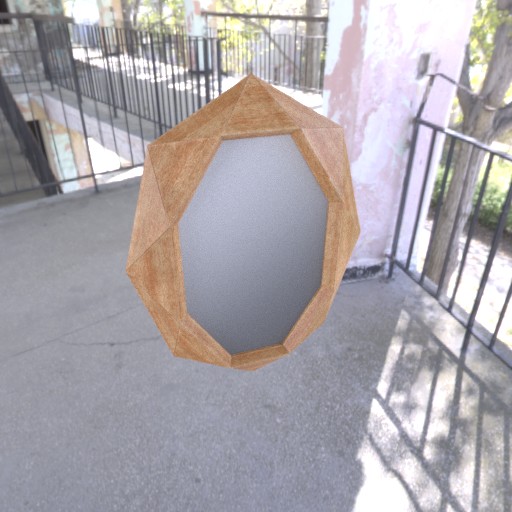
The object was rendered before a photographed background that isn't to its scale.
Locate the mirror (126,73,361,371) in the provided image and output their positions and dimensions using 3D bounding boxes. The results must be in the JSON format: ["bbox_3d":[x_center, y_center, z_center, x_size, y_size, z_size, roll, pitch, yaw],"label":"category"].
[{"bbox_3d":[0.000,0.000,1.017,0.577,0.774,0.070,-10,31,-16],"label":"mirror"}]
